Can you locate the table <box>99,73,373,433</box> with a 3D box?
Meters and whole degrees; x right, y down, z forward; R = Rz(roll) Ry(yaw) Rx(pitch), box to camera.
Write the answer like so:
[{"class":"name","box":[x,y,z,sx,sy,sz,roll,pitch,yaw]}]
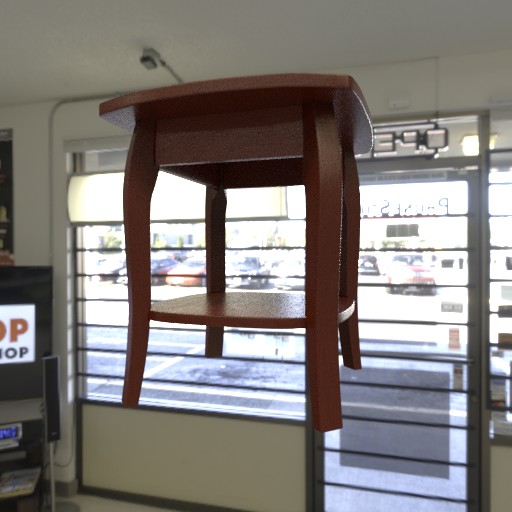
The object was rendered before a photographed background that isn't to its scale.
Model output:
[{"class":"table","box":[0.000,0.000,0.858,0.433,0.496,0.502,0,1,18]}]
